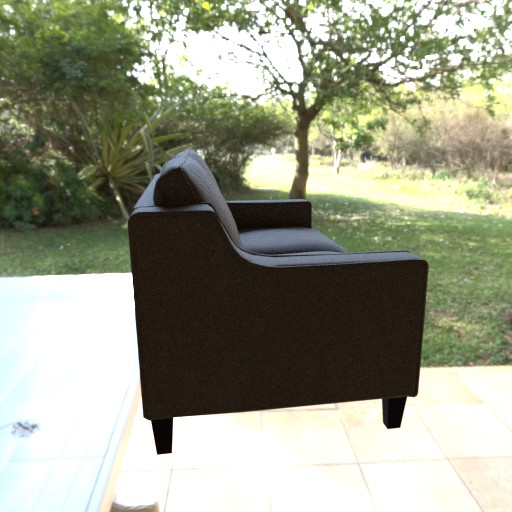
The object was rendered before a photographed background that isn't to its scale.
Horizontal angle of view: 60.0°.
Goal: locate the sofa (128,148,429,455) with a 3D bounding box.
[{"bbox_3d":[0.000,0.000,2.128,0.985,0.981,1.503,-2,15,-9],"label":"sofa"}]
